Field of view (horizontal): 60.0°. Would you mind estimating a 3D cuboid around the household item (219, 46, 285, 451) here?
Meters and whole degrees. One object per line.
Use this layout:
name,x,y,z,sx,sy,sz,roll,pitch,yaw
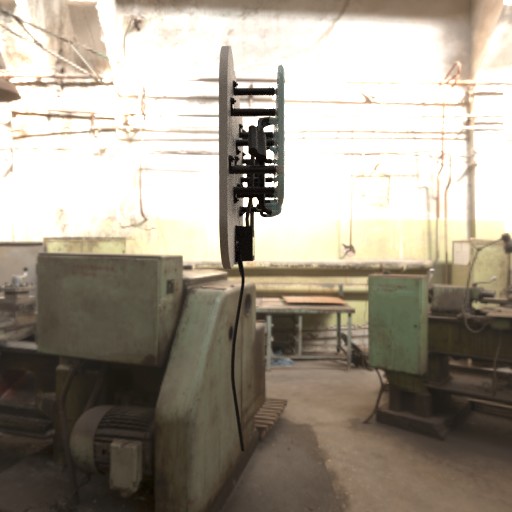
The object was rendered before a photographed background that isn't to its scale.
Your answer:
household item,0.000,0.000,0.384,0.042,0.294,0.211,0,0,1
